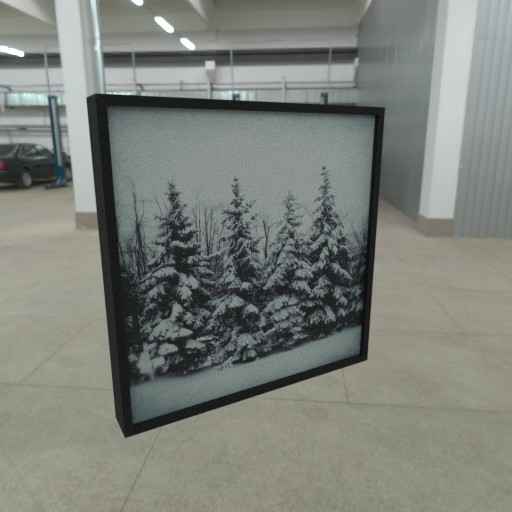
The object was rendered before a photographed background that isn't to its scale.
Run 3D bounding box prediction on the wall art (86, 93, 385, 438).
[{"bbox_3d":[0.000,0.000,0.466,0.305,0.305,0.037,-8,17,-29],"label":"wall art"}]
